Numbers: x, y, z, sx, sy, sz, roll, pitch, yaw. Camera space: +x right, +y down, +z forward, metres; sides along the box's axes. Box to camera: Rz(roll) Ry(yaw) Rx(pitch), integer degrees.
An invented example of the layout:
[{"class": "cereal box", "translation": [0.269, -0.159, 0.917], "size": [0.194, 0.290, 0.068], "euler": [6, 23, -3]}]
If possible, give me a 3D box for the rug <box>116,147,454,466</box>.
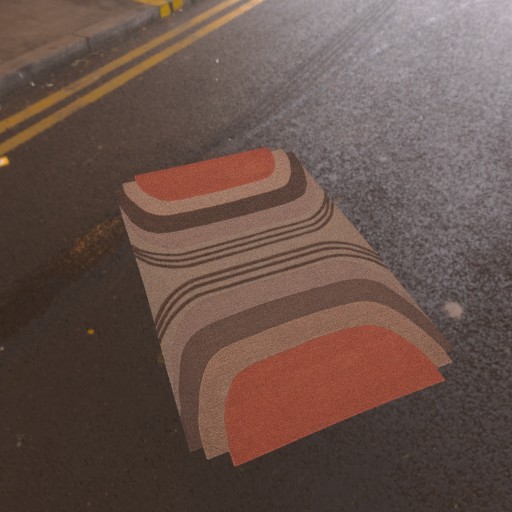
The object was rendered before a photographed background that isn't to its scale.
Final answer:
[{"class": "rug", "translation": [0.000, 0.000, 2.980], "size": [1.530, 0.017, 2.446], "euler": [-16, 48, -15]}]
